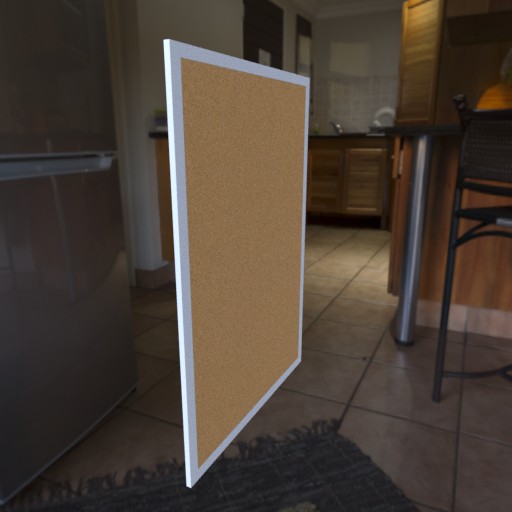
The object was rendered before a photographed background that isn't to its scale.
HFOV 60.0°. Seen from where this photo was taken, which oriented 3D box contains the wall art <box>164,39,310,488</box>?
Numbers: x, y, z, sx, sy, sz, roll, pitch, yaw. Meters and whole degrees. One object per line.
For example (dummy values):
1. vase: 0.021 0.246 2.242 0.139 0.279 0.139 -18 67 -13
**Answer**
1. wall art: 0.000 0.000 1.172 0.013 0.940 0.659 8 18 27
